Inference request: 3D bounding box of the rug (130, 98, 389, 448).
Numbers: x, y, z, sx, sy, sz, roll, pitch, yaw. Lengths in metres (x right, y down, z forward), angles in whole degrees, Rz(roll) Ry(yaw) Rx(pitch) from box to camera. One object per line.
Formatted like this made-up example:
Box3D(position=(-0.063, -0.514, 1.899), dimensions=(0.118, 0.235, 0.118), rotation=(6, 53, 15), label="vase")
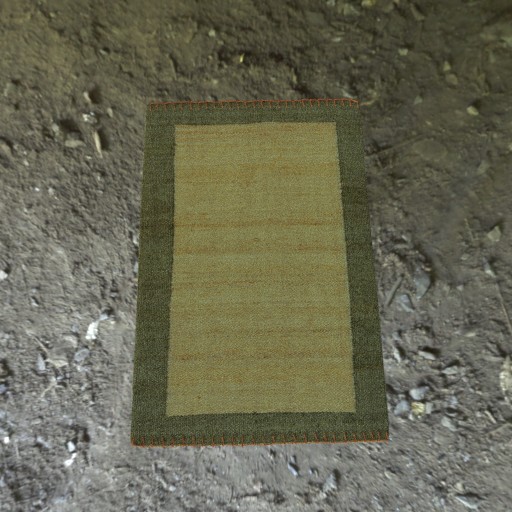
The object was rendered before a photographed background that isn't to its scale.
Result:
Box3D(position=(0.000, 0.000, 2.292), dimensions=(1.220, 0.019, 1.838), rotation=(-1, 75, 0), label="rug")
